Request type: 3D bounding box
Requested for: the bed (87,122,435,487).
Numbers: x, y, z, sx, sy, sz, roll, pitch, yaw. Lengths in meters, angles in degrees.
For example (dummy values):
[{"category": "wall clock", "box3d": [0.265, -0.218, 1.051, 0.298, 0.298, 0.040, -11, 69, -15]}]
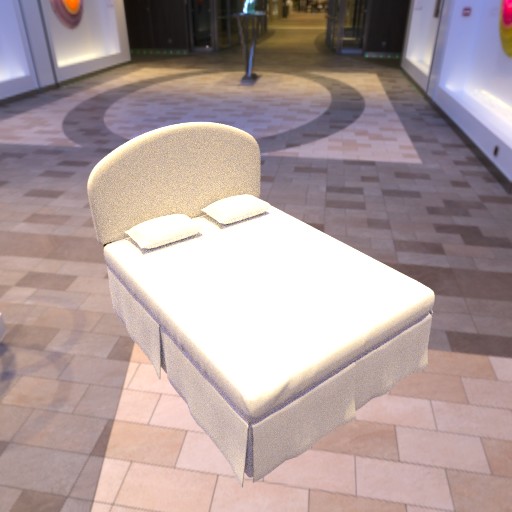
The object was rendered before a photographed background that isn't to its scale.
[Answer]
[{"category": "bed", "box3d": [0.000, 0.000, 3.048, 1.607, 1.410, 2.005, -21, 36, -31]}]
